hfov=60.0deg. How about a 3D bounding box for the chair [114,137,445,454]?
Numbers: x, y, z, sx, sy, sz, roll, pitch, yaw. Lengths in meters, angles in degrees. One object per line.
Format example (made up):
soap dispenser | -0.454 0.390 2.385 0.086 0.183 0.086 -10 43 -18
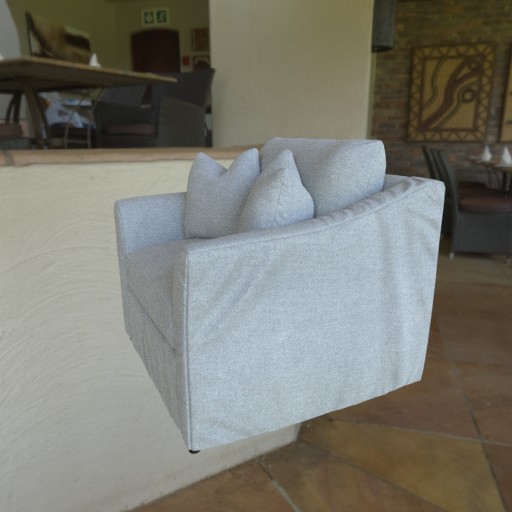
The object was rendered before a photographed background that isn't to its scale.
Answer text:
chair | 0.000 0.000 2.054 1.071 1.059 1.194 -8 17 -26
